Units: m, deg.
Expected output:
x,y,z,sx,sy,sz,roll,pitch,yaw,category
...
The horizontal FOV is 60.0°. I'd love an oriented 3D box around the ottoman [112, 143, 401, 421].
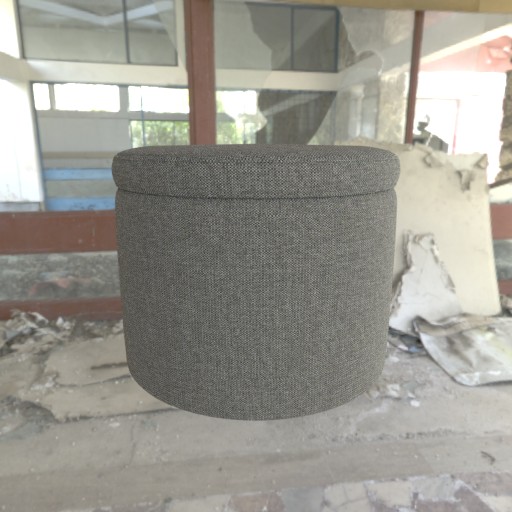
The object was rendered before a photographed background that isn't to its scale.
x,y,z,sx,sy,sz,roll,pitch,yaw,category
0.000,0.000,0.875,0.520,0.430,0.520,0,14,0,ottoman
